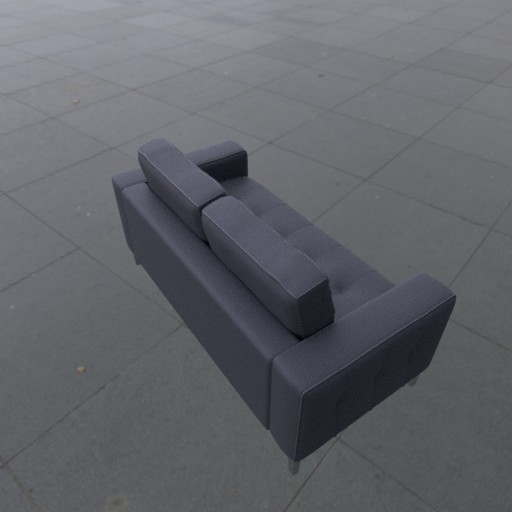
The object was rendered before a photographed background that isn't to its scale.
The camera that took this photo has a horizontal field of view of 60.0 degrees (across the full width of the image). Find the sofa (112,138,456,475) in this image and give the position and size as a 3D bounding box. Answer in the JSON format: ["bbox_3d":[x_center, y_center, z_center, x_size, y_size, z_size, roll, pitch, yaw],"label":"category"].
[{"bbox_3d":[0.000,0.000,2.244,0.833,0.893,1.726,-24,46,-26],"label":"sofa"}]
